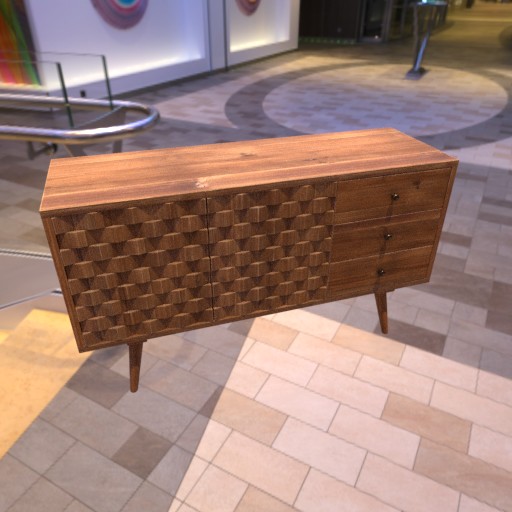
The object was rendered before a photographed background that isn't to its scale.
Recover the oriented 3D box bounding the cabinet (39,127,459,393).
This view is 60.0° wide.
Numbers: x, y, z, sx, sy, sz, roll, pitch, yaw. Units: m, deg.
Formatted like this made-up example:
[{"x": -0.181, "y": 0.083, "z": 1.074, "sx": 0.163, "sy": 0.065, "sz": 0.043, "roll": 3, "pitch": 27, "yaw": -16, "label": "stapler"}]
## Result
[{"x": 0.000, "y": 0.000, "z": 1.793, "sx": 1.400, "sy": 0.800, "sz": 0.472, "roll": -9, "pitch": 33, "yaw": -15, "label": "cabinet"}]
